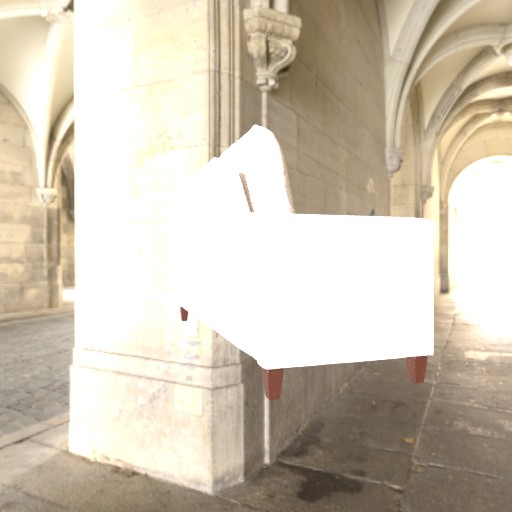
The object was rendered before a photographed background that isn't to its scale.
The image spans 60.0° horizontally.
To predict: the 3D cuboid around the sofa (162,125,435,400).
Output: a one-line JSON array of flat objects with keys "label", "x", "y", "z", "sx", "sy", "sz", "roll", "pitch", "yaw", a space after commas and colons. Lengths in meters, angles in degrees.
[{"label": "sofa", "x": 0.000, "y": 0.000, "z": 2.457, "sx": 0.828, "sy": 0.961, "sz": 1.925, "roll": 0, "pitch": 0, "yaw": -19}]
